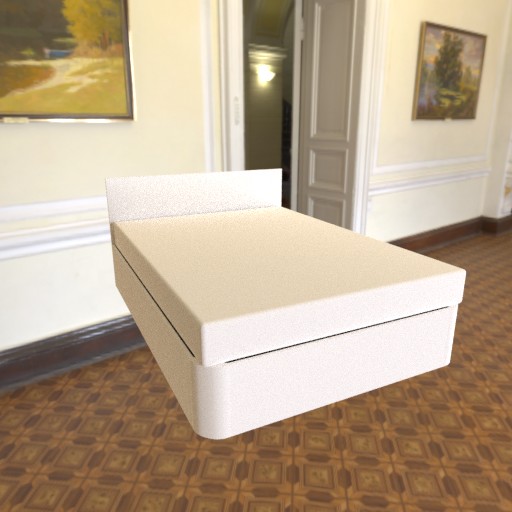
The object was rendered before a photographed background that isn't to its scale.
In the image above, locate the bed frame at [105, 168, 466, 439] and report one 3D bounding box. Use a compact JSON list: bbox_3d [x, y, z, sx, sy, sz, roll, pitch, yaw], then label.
[{"bbox_3d":[0.000,0.000,2.680,1.400,0.800,1.900,-8,19,-25],"label":"bed frame"}]
